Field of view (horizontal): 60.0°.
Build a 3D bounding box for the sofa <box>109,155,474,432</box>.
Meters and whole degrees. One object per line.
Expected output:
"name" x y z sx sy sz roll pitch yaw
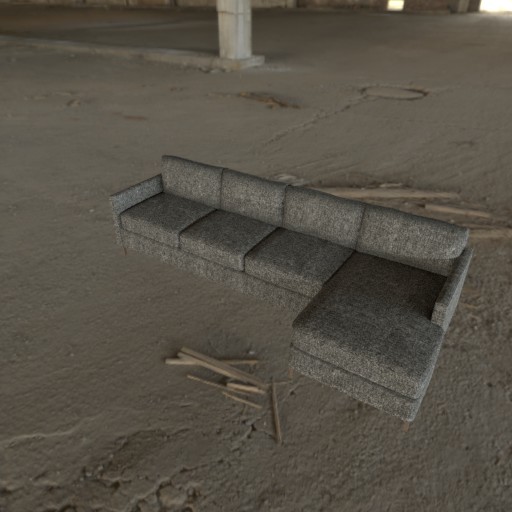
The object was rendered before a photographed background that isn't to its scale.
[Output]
"sofa" 0.000 0.000 4.003 3.384 0.970 1.488 19 36 28
